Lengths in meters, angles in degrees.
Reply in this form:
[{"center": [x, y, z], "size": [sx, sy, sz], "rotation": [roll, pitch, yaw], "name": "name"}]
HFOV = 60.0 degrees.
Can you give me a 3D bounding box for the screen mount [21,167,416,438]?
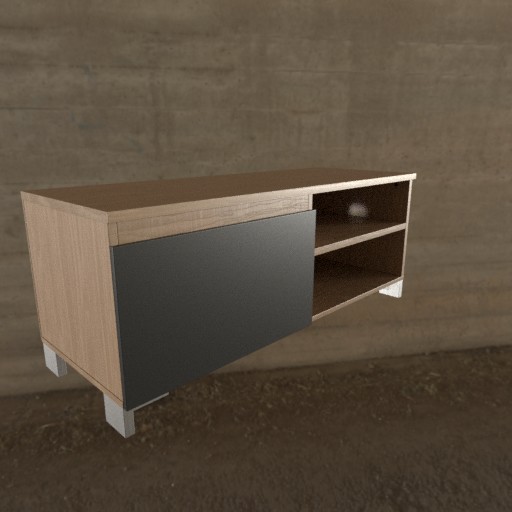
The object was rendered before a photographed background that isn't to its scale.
[{"center": [0.000, 0.000, 1.275], "size": [0.406, 0.432, 1.084], "rotation": [15, 21, 43], "name": "screen mount"}]
